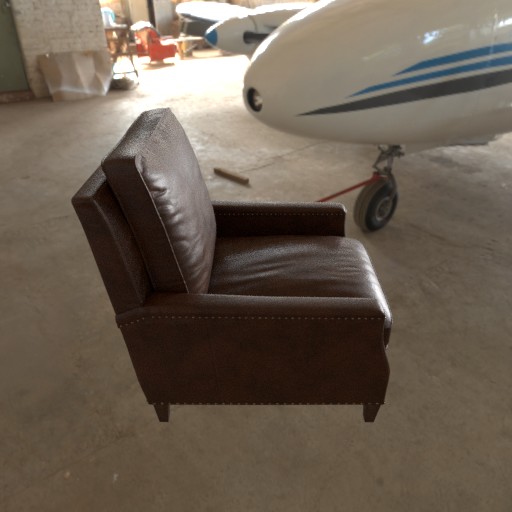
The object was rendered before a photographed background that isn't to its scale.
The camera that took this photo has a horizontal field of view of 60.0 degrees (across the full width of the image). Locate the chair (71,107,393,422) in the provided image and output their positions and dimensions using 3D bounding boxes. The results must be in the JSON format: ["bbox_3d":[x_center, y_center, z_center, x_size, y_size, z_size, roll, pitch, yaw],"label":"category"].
[{"bbox_3d":[0.000,0.000,1.816,1.035,1.054,0.854,0,32,0],"label":"chair"}]
